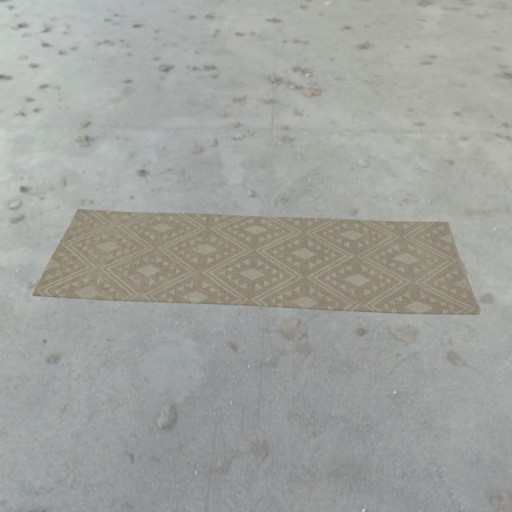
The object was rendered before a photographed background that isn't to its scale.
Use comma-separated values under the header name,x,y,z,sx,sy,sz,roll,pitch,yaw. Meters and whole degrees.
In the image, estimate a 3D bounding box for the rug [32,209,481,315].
name,x,y,z,sx,sy,sz,roll,pitch,yaw
rug,0.000,0.000,2.670,2.452,0.051,0.752,2,46,2
